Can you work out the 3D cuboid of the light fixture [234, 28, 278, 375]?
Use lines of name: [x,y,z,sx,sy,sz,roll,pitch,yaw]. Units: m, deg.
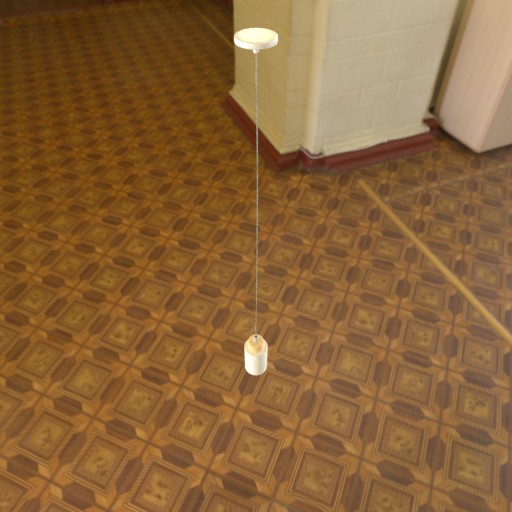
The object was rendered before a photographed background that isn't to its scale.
light fixture: [0.000,0.000,1.905,0.125,1.798,0.125,16,48,15]
